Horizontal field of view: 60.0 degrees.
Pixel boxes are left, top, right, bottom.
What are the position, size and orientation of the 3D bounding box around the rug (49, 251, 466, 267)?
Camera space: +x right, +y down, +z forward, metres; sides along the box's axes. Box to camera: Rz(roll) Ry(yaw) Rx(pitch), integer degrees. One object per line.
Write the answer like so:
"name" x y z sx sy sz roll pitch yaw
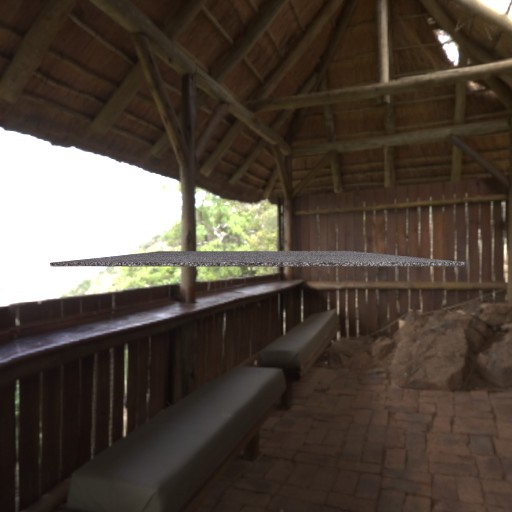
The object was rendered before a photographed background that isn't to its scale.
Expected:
"rug" 0.000 0.000 4.039 2.401 0.025 3.000 0 2 -1
